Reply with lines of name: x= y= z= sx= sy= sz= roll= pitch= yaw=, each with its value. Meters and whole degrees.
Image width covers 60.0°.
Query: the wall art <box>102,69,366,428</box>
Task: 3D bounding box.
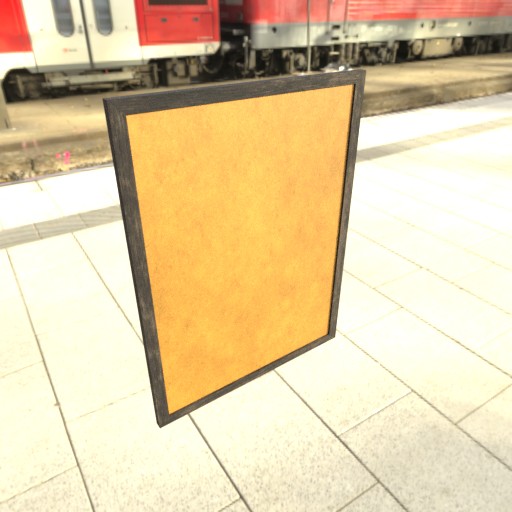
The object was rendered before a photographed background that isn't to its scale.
wall art: x=0.000 y=0.000 z=1.441 sx=0.812 sy=1.066 sz=0.029 roll=-19 pitch=35 yaw=-30
